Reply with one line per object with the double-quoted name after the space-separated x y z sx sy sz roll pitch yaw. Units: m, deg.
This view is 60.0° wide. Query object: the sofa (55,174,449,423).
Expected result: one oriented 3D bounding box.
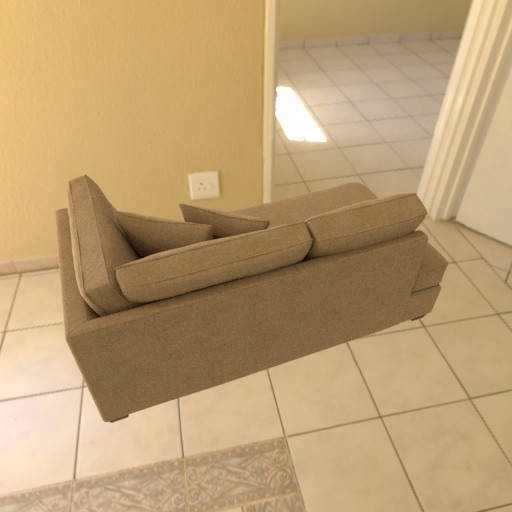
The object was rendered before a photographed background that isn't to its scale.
0.000 0.000 2.843 2.238 1.019 1.110 -15 44 -16 "sofa"
